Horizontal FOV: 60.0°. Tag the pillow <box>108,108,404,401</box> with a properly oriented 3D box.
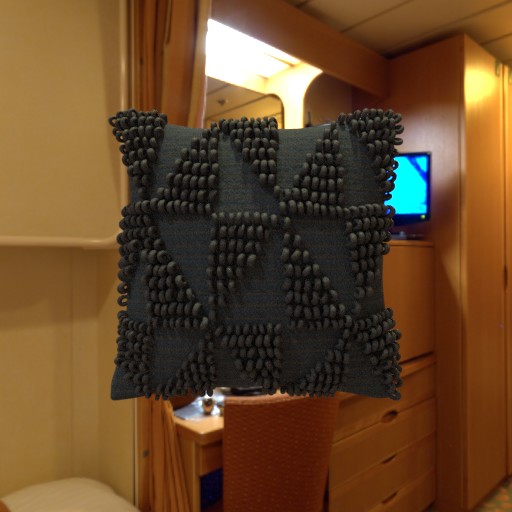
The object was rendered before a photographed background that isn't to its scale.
[{"bbox_3d":[0.000,0.000,0.705,0.469,0.466,0.172,0,0,0],"label":"pillow"}]
